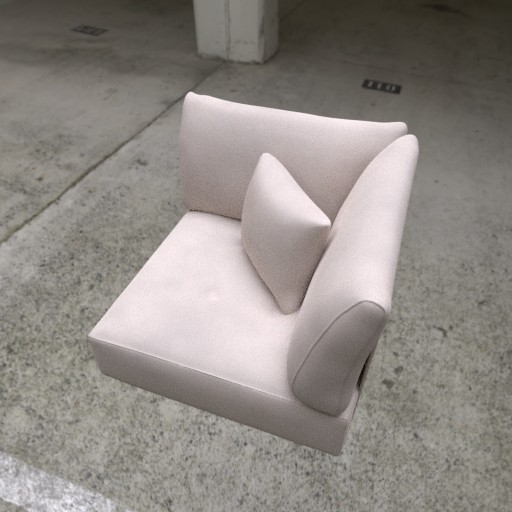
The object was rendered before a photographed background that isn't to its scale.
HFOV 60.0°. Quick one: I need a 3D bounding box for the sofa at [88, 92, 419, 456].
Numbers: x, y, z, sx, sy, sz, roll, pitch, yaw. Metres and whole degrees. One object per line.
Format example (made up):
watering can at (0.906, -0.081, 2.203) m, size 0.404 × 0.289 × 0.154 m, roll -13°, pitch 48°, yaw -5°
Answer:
sofa at (0.000, 0.000, 1.719) m, size 1.000 × 0.820 × 1.000 m, roll 14°, pitch 44°, yaw 15°
